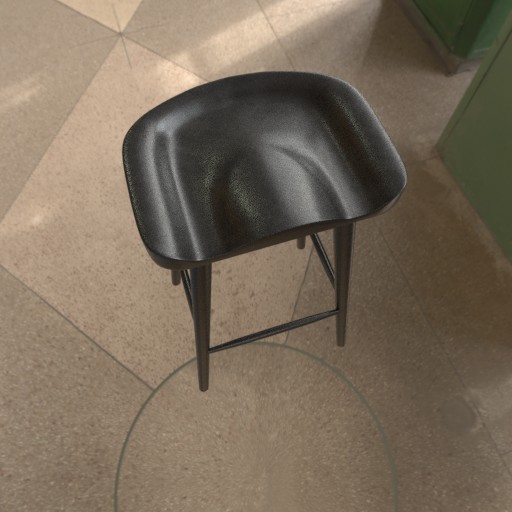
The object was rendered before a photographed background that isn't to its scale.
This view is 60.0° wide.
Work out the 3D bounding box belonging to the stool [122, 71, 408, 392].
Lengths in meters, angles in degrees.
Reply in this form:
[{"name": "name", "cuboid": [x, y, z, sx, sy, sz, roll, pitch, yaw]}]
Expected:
[{"name": "stool", "cuboid": [0.000, 0.000, 1.004, 0.440, 0.749, 0.361, -16, 64, -8]}]
